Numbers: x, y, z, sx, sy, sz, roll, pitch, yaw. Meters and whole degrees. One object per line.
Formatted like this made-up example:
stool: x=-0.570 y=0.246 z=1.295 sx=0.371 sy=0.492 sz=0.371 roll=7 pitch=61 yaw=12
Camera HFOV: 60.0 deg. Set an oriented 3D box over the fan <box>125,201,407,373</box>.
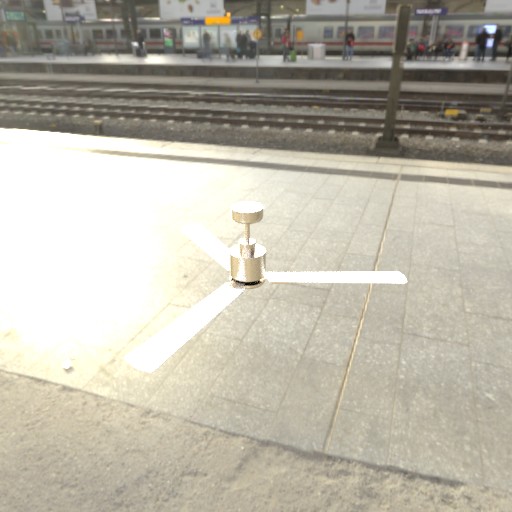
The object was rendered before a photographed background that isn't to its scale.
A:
fan: x=0.000 y=0.000 z=2.317 sx=1.561 sy=0.446 sz=1.531 roll=8 pitch=27 yaw=16
